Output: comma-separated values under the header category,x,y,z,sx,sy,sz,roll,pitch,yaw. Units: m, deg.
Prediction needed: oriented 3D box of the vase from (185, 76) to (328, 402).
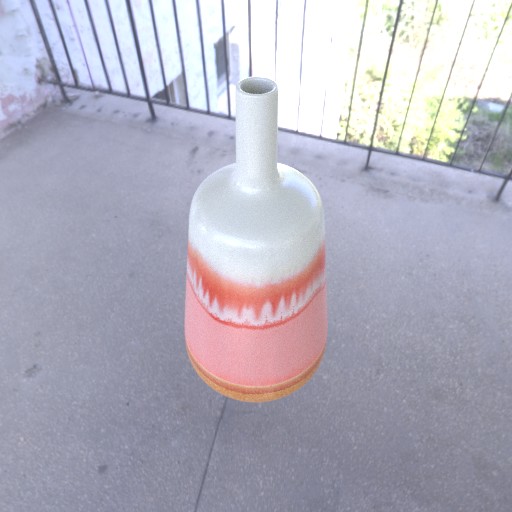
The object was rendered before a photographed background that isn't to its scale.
category,x,y,z,sx,sy,sz,roll,pitch,yaw
vase,0.000,0.000,0.374,0.144,0.296,0.144,0,47,0
